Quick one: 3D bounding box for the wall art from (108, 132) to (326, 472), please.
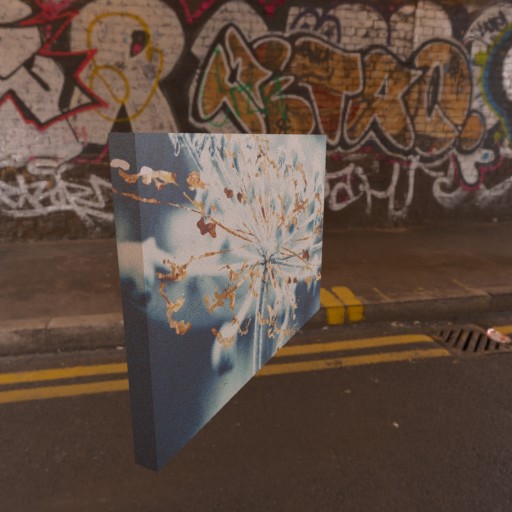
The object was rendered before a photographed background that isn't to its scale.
[{"bbox_3d":[0.000,0.000,0.765,0.036,0.405,0.607,8,17,26],"label":"wall art"}]
